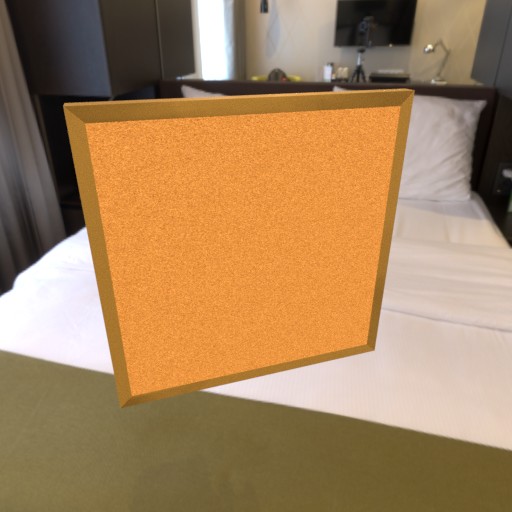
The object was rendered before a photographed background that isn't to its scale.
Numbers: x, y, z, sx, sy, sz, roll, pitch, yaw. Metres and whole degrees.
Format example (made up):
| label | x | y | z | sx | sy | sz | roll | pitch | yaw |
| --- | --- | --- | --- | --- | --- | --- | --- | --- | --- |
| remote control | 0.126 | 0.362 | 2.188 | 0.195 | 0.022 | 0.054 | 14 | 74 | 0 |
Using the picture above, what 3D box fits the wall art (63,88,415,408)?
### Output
| label | x | y | z | sx | sy | sz | roll | pitch | yaw |
| --- | --- | --- | --- | --- | --- | --- | --- | --- | --- |
| wall art | 0.000 | 0.000 | 1.115 | 0.762 | 0.762 | 0.038 | -8 | 28 | -16 |
